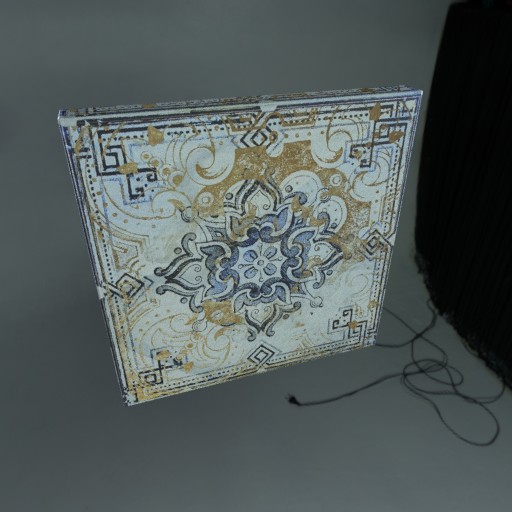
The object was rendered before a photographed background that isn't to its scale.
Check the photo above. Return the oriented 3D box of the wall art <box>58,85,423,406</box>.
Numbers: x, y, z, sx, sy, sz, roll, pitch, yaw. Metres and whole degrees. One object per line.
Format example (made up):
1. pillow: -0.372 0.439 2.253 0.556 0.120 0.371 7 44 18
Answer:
1. wall art: 0.000 0.000 0.601 0.411 0.410 0.038 -10 33 -16
